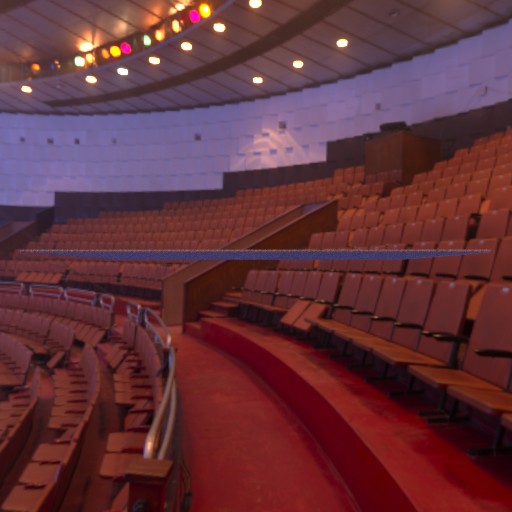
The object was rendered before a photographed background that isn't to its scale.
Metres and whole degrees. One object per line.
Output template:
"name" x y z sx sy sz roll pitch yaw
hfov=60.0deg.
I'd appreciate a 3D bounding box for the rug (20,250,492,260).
"rug" 0.000 0.000 3.055 2.444 0.012 1.526 0 -2 0
